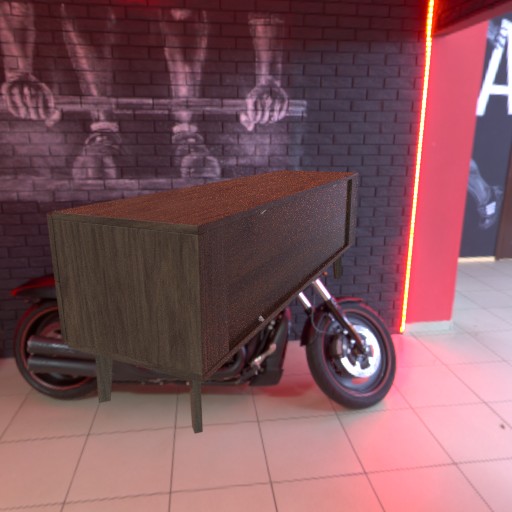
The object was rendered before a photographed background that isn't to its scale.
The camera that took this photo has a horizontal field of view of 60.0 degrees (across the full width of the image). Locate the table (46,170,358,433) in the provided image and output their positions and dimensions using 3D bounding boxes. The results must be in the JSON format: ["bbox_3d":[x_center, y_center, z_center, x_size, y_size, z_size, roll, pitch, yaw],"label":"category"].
[{"bbox_3d":[0.000,0.000,1.604,0.405,0.508,1.397,7,17,24],"label":"table"}]
